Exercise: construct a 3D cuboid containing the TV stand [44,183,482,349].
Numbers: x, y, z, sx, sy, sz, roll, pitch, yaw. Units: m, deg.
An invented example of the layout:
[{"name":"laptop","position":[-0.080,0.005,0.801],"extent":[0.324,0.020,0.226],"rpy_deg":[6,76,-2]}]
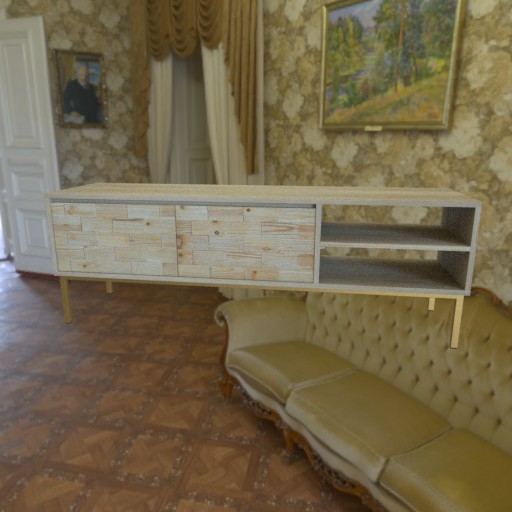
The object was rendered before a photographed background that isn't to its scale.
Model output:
[{"name":"TV stand","position":[0.000,0.000,1.875],"extent":[1.600,0.550,0.420],"rpy_deg":[2,15,8]}]
